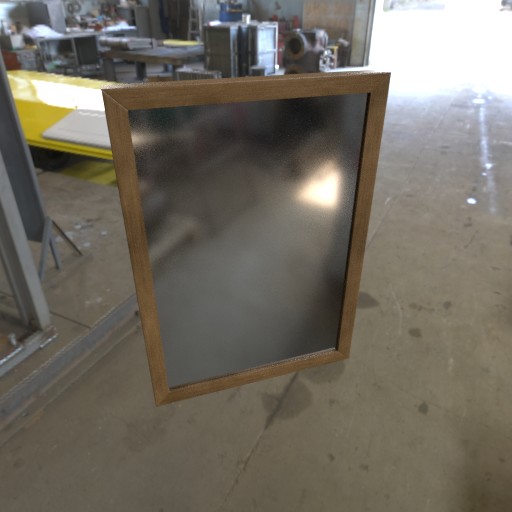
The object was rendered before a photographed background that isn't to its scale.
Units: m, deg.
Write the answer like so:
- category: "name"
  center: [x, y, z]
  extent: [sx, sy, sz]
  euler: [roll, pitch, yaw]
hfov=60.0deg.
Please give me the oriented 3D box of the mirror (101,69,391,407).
- category: "mirror"
  center: [0.000, 0.000, 0.939]
  extent: [0.507, 0.710, 0.040]
  euler: [-10, 33, -16]
